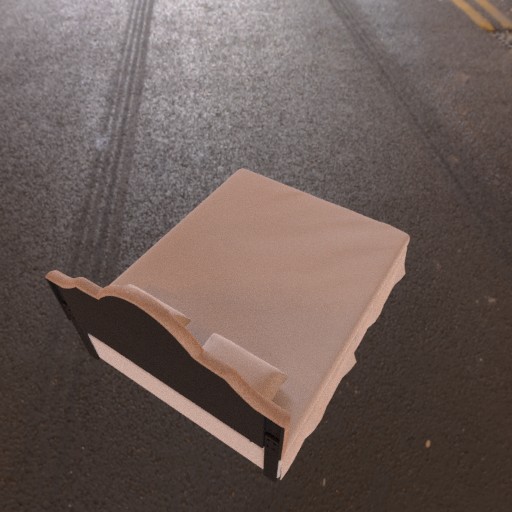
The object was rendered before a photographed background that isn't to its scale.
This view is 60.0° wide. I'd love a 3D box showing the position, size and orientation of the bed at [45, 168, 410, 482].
[{"bbox_3d":[0.000,0.000,2.948,1.667,1.194,1.970,26,52,22],"label":"bed"}]
